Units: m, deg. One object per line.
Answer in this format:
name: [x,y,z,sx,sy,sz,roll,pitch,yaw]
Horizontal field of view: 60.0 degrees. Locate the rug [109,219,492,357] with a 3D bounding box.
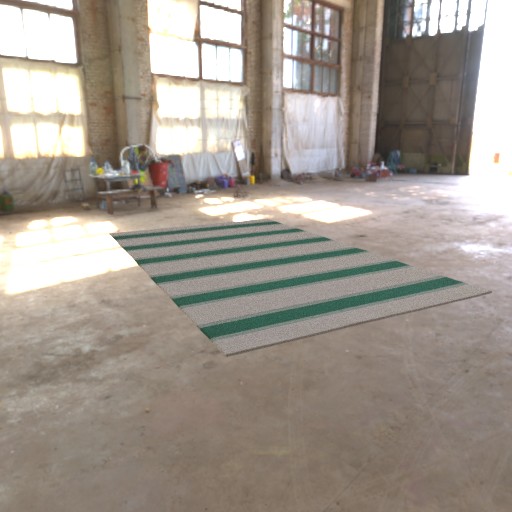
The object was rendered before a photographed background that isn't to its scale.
rug: [0.000,0.000,3.017,1.521,0.015,2.436,-8,17,-26]
